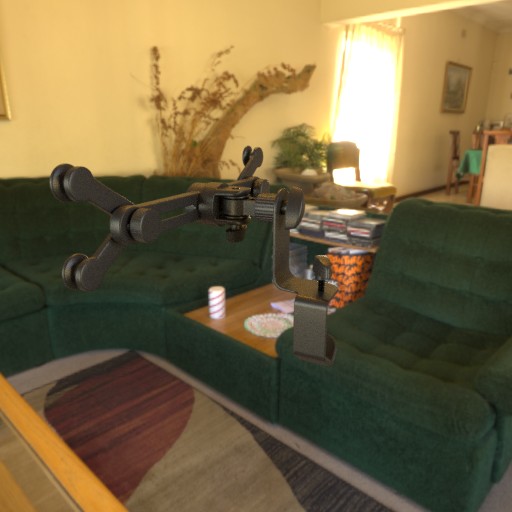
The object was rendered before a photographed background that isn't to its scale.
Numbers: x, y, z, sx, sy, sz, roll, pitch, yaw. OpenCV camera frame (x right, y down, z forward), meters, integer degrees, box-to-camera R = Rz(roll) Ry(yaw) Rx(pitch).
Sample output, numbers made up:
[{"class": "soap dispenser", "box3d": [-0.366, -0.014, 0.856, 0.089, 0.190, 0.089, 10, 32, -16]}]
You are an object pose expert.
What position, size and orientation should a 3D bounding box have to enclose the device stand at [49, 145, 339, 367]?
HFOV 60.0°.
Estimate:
[{"class": "device stand", "box3d": [0.000, 0.000, 0.370, 0.142, 0.166, 0.270, 8, 18, 25]}]
